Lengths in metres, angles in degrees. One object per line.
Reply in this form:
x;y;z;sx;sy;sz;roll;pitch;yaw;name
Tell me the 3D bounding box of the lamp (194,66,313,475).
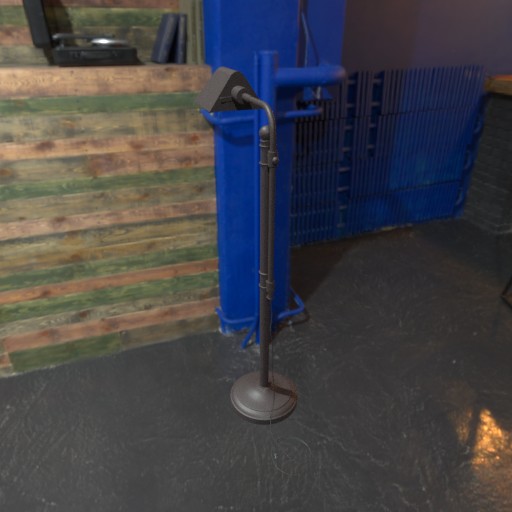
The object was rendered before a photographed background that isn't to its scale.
0.000;0.000;0.942;0.159;0.708;0.545;-9;29;-16;lamp
